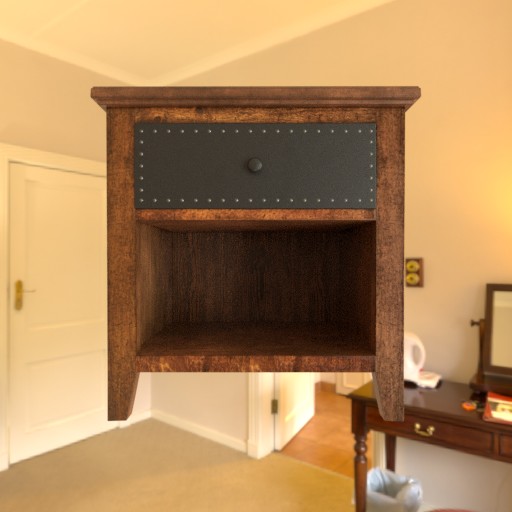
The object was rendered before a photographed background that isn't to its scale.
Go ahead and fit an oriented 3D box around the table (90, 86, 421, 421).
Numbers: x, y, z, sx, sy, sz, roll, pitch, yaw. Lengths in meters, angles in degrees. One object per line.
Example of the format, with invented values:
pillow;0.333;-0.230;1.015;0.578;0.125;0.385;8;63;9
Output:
table;0.000;0.000;1.008;0.586;0.597;0.461;0;0;0
